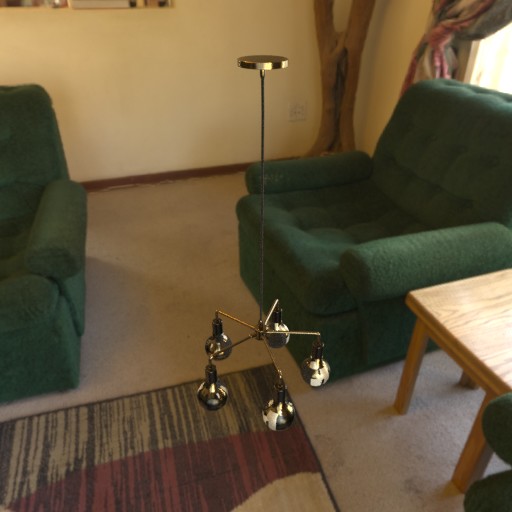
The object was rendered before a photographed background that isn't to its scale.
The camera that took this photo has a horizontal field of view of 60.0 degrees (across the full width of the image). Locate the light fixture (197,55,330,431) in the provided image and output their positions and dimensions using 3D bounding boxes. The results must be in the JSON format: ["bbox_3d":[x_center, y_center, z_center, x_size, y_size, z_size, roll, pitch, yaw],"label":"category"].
[{"bbox_3d":[0.000,0.000,1.207,0.421,0.988,0.438,-20,37,-29],"label":"light fixture"}]
